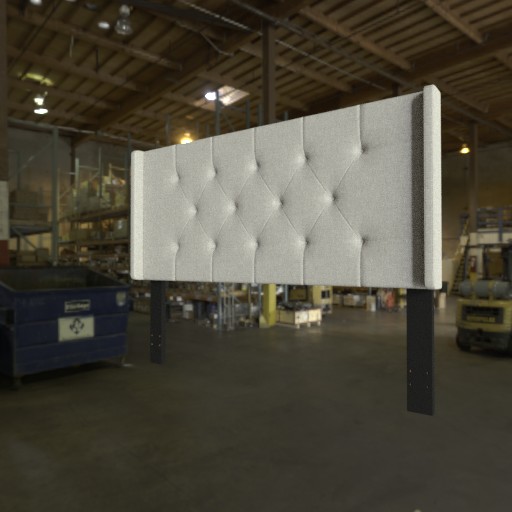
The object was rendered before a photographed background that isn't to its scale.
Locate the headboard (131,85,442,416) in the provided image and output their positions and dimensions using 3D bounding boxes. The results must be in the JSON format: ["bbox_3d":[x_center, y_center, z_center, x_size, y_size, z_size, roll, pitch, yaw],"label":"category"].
[{"bbox_3d":[0.000,0.000,2.618,2.051,1.524,0.184,-1,-1,35],"label":"headboard"}]
